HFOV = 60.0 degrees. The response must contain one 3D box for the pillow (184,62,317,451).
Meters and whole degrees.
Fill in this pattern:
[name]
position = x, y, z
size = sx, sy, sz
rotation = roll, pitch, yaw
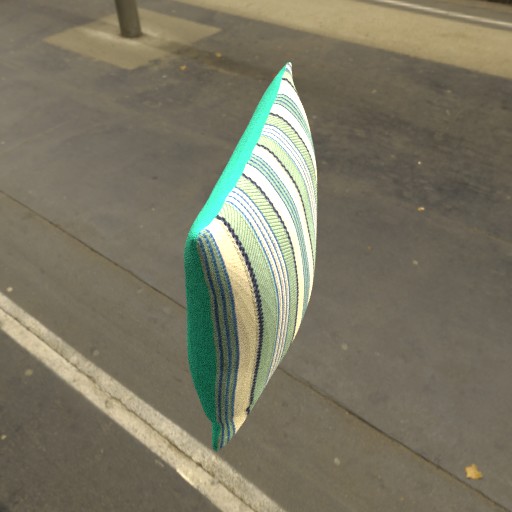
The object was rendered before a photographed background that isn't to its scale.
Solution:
[pillow]
position = 0.000, 0.000, 0.683
size = 0.182, 0.441, 0.440
rotation = 10, 45, 10
